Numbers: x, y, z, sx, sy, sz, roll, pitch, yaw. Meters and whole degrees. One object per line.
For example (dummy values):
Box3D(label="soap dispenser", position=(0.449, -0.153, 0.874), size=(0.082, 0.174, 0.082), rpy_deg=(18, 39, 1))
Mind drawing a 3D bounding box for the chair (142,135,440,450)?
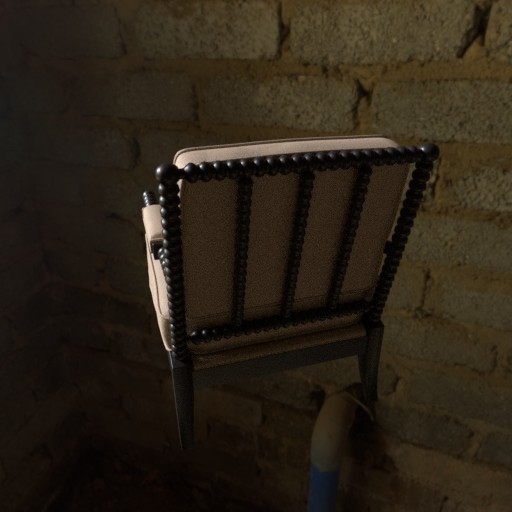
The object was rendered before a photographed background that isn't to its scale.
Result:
Box3D(label="chair", position=(0.000, 0.000, 1.177), size=(0.555, 0.703, 0.657), rpy_deg=(-8, 28, -15))
